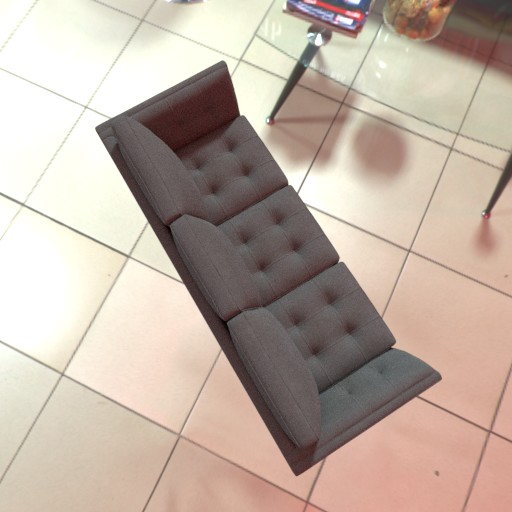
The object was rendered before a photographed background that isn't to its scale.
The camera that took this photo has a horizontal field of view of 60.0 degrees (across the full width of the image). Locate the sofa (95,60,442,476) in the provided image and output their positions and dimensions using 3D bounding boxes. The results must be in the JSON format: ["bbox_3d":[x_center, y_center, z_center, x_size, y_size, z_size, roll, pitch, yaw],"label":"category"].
[{"bbox_3d":[0.000,0.000,2.915,0.965,0.940,2.387,-31,78,-7],"label":"sofa"}]
